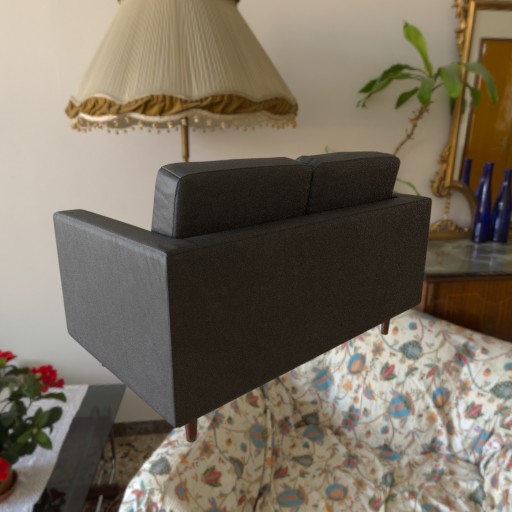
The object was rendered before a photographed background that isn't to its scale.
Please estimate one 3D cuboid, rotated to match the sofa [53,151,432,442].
[{"bbox_3d":[0.000,0.000,1.971,1.430,0.899,0.879,-14,21,-40],"label":"sofa"}]
